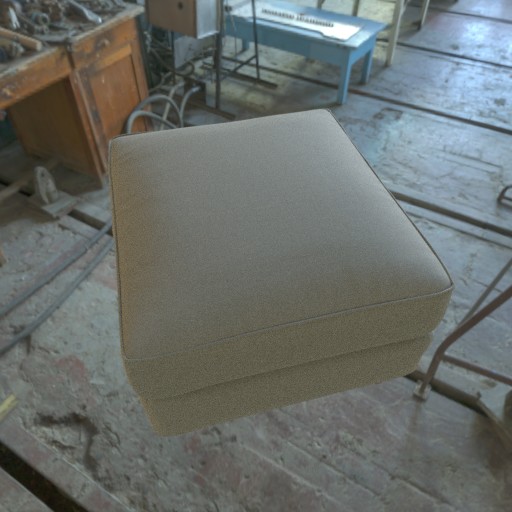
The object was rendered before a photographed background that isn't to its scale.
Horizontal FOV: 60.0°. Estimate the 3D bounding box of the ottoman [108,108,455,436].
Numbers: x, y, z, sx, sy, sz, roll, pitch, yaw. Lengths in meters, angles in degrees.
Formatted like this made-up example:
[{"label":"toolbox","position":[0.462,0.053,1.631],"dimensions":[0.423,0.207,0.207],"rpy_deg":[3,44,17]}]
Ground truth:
[{"label":"ottoman","position":[0.000,0.000,1.133],"dimensions":[0.662,0.505,0.716],"rpy_deg":[-11,48,-10]}]
